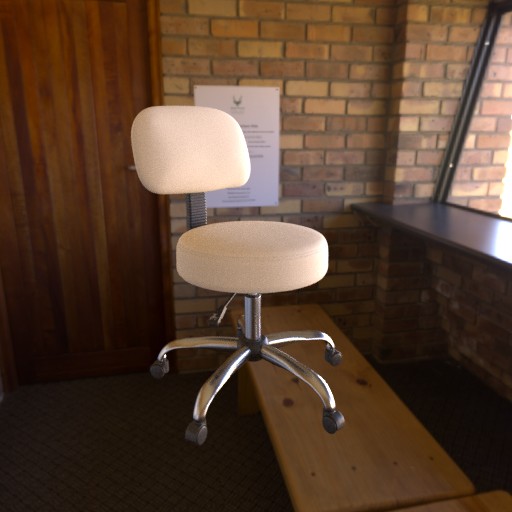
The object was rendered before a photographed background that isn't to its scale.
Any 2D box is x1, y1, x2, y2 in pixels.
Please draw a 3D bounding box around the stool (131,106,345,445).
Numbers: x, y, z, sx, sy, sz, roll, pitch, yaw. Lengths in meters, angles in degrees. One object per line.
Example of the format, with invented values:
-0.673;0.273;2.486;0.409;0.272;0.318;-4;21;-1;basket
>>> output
0.000;0.000;1.221;0.609;0.810;0.616;-14;21;-42;stool
